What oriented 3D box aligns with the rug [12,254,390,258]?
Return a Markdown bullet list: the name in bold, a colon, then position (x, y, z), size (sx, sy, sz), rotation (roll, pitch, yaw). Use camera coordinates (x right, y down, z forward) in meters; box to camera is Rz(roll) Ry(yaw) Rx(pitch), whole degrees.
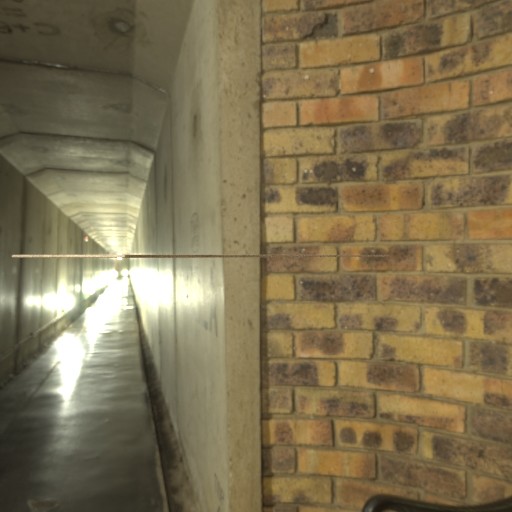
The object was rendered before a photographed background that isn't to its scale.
- **rug**: position (0.000, 0.000, 2.609), size (0.750, 0.011, 2.435), rotation (0, 0, 36)
